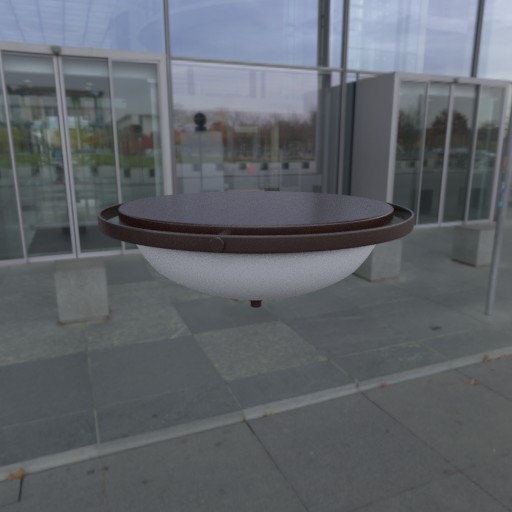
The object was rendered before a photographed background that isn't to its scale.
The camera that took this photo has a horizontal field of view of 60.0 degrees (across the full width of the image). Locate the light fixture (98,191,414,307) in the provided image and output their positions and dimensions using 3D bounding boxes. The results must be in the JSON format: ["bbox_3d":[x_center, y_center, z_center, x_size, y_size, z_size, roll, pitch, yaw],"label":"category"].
[{"bbox_3d":[0.000,0.000,0.548,0.361,0.130,0.361,0,14,0],"label":"light fixture"}]
